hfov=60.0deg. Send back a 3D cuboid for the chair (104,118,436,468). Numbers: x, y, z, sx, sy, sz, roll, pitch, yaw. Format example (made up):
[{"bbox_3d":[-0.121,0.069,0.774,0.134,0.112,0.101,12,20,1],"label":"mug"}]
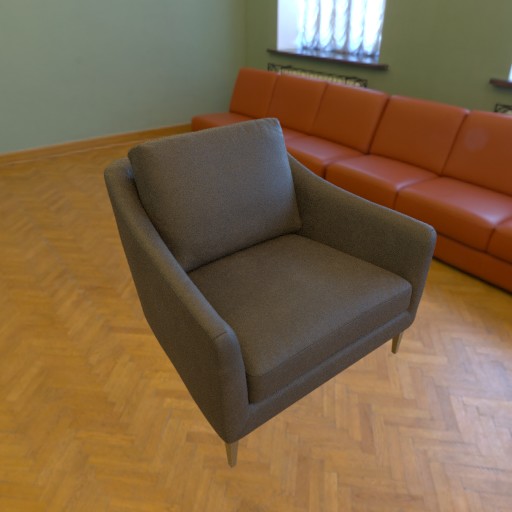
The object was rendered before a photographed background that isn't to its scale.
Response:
[{"bbox_3d":[0.000,0.000,1.746,0.988,0.901,0.961,-22,37,-32],"label":"chair"}]
